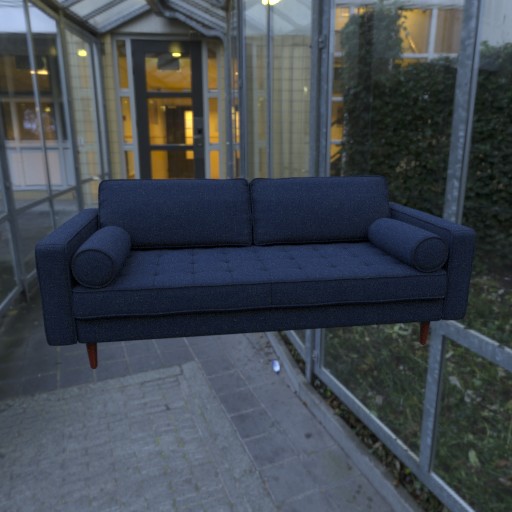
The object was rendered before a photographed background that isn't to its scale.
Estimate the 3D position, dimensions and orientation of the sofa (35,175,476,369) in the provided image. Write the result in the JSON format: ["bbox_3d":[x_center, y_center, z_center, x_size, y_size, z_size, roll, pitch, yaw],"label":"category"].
[{"bbox_3d":[0.000,0.000,2.301,1.880,0.762,0.914,-2,16,-8],"label":"sofa"}]
